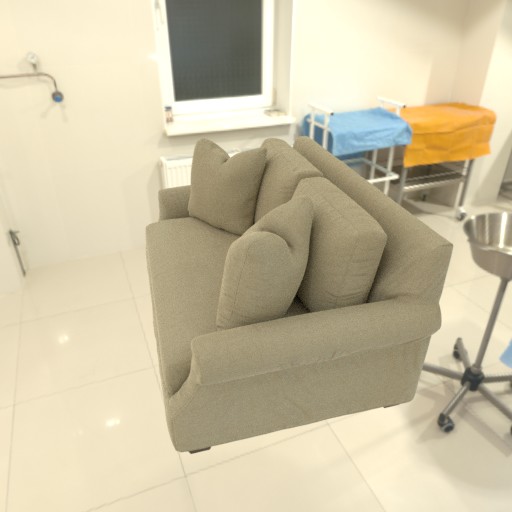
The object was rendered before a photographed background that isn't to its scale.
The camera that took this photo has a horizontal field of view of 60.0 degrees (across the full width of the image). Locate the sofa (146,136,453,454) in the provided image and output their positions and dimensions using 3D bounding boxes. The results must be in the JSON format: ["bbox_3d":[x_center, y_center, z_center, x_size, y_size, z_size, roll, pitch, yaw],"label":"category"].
[{"bbox_3d":[0.000,0.000,2.190,1.070,0.905,1.550,-8,32,-13],"label":"sofa"}]
